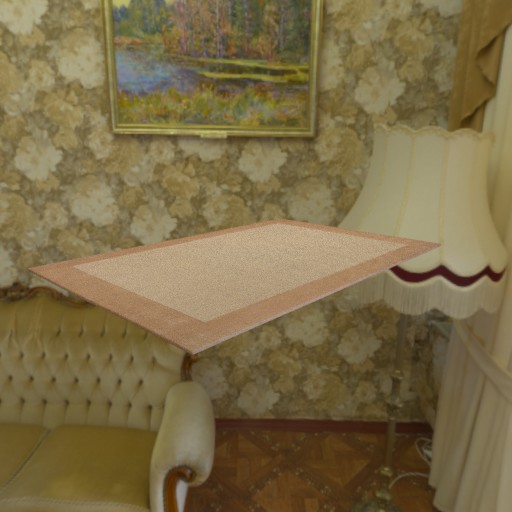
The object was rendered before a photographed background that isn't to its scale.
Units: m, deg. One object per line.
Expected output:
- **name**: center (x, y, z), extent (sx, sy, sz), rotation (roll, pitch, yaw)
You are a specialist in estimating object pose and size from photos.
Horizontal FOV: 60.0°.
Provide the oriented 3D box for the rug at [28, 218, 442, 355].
- **rug**: center (0.000, 0.000, 2.310), extent (1.219, 0.014, 1.829), rotation (14, 20, 41)
